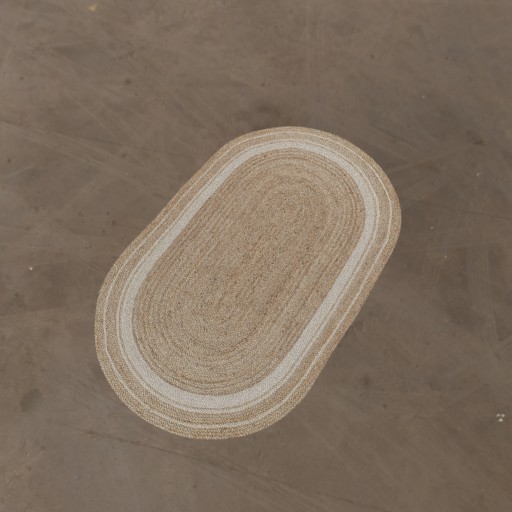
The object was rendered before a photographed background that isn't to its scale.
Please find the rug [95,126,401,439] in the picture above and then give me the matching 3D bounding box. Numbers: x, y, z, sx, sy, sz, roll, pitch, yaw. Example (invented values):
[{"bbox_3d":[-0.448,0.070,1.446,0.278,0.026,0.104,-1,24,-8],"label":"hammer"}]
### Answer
[{"bbox_3d":[0.000,0.000,2.978,1.520,0.006,2.432,31,68,15],"label":"rug"}]
